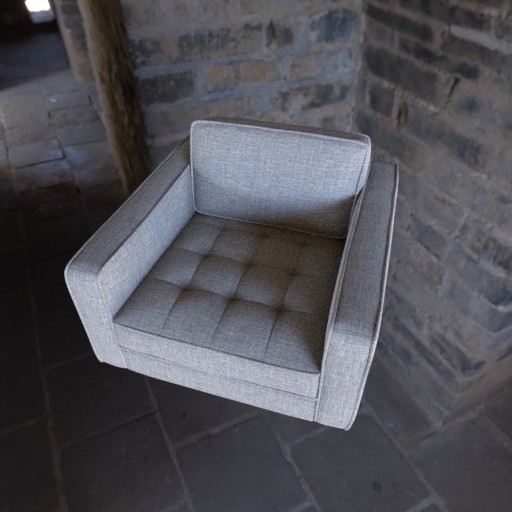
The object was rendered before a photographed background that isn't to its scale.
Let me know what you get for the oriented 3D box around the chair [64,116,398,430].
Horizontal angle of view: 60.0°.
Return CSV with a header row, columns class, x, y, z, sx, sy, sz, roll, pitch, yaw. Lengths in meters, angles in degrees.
class,x,y,z,sx,sy,sz,roll,pitch,yaw
chair,0.000,0.000,1.587,0.889,0.765,0.914,11,42,13
